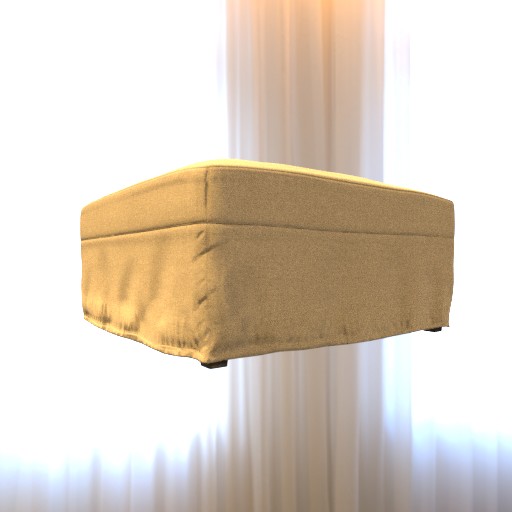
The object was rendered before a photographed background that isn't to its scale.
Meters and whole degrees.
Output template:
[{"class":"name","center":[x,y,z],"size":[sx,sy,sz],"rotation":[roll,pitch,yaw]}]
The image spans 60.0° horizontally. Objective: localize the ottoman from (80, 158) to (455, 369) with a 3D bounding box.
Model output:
[{"class":"ottoman","center":[0.000,0.000,1.348],"size":[0.843,0.436,0.840],"rotation":[1,-1,-36]}]
